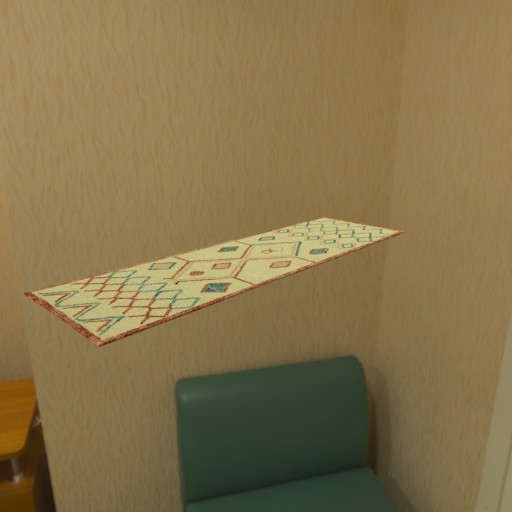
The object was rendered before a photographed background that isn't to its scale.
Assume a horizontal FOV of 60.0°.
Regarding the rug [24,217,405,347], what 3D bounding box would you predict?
[{"bbox_3d":[0.000,0.000,2.714,0.750,0.011,2.435,16,23,42],"label":"rug"}]
